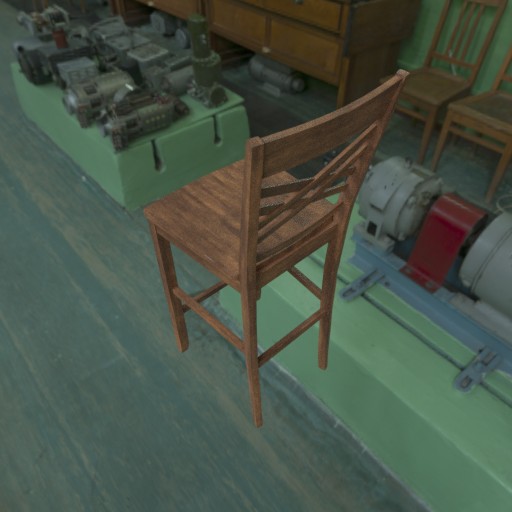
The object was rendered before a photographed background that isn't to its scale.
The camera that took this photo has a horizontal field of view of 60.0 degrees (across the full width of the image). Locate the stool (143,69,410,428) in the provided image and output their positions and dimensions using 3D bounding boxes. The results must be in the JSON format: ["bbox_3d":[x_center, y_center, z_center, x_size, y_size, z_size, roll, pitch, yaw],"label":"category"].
[{"bbox_3d":[0.000,0.000,1.308,0.433,1.105,0.487,-32,53,-29],"label":"stool"}]
